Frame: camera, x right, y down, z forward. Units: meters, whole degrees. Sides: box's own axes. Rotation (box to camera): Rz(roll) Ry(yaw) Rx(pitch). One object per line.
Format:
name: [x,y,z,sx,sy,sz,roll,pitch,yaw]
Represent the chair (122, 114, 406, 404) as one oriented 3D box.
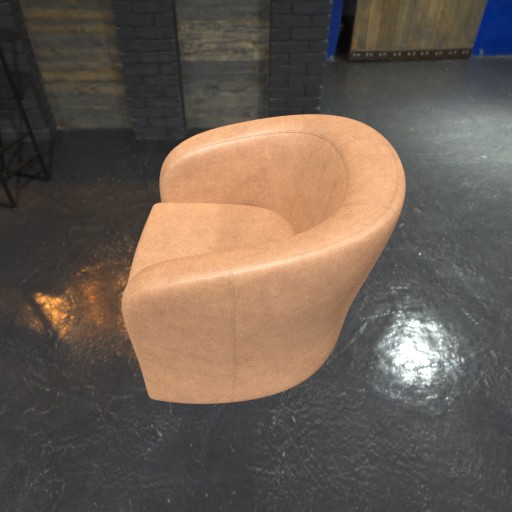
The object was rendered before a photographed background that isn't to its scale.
chair: [0.000,0.000,1.491,0.815,0.771,0.791,0,42,0]
